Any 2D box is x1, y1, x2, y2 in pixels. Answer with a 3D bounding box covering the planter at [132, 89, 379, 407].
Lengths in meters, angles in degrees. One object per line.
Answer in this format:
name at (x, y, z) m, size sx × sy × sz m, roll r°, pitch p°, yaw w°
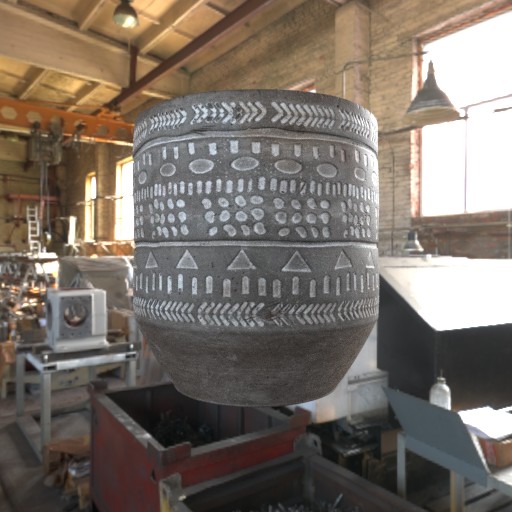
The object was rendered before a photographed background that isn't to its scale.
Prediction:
planter at (0.000, 0.000, 0.227) m, size 0.122 × 0.128 × 0.122 m, roll 0°, pitch 0°, yaw 0°
